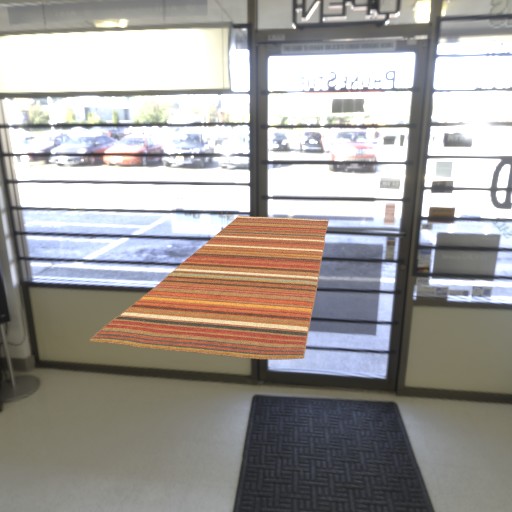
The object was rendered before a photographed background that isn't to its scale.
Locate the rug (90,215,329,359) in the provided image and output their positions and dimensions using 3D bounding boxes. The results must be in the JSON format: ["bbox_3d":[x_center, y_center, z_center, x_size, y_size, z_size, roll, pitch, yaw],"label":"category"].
[{"bbox_3d":[0.000,0.000,2.711,0.799,0.030,2.444,3,17,10],"label":"rug"}]
